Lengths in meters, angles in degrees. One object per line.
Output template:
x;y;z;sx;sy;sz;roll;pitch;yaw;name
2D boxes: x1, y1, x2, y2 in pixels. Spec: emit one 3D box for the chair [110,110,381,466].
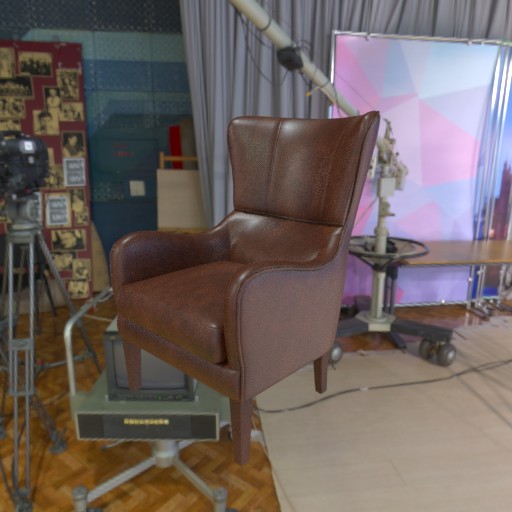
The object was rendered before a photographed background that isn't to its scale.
0.000;0.000;1.679;0.692;1.048;0.914;14;20;41;chair
